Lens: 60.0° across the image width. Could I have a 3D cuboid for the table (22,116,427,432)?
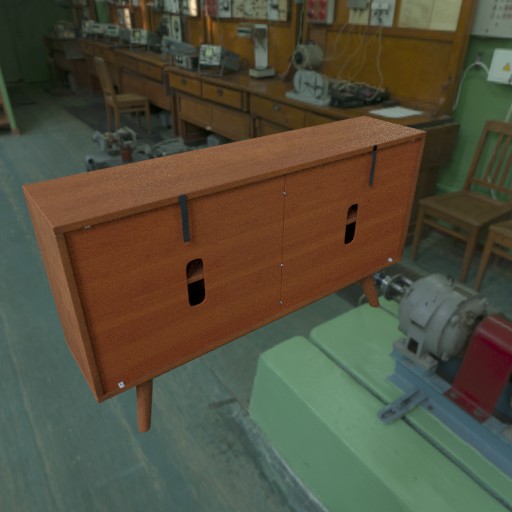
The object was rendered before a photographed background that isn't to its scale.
[{"bbox_3d":[0.000,0.000,1.473,1.220,0.698,0.308,-20,36,-30],"label":"table"}]
